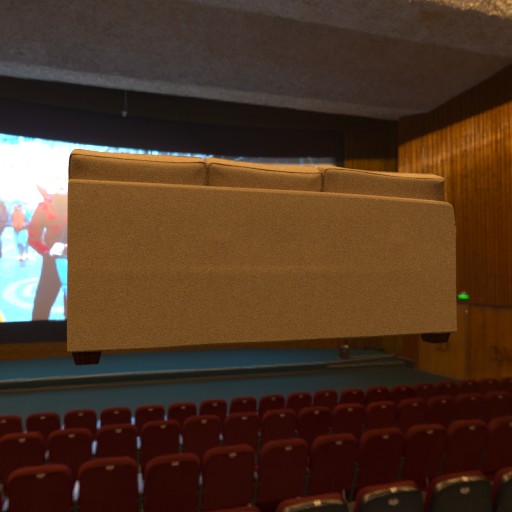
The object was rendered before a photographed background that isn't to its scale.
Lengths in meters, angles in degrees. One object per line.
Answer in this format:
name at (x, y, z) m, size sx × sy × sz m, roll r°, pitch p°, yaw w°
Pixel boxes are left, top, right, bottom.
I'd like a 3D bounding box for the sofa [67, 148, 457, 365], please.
sofa at (0.000, 0.000, 2.574) m, size 1.962 × 0.946 × 1.034 m, roll 0°, pitch -1°, yaw -17°
